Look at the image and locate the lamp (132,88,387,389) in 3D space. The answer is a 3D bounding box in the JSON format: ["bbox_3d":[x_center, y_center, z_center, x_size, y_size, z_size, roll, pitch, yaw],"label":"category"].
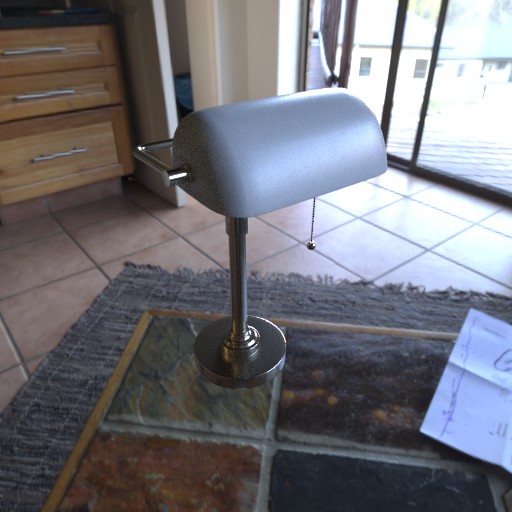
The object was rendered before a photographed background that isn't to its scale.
[{"bbox_3d":[0.000,0.000,0.567,0.269,0.404,0.227,-21,37,-31],"label":"lamp"}]
